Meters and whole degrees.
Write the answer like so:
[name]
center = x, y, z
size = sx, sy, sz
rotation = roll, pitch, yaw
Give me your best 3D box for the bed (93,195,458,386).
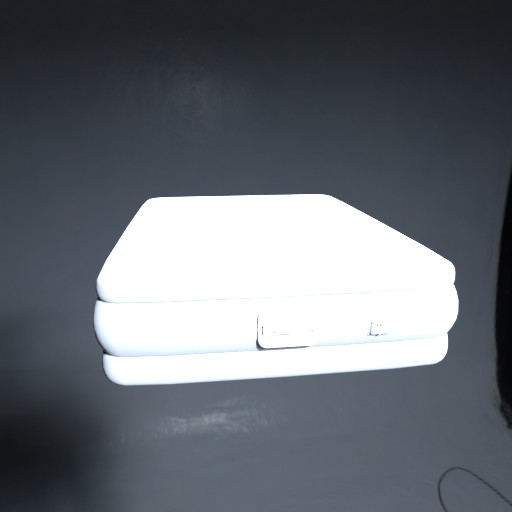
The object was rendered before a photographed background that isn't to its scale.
[bed]
center = 0.000, 0.000, 2.634
size = 1.520, 0.460, 2.036
rotation = -2, 17, -7
